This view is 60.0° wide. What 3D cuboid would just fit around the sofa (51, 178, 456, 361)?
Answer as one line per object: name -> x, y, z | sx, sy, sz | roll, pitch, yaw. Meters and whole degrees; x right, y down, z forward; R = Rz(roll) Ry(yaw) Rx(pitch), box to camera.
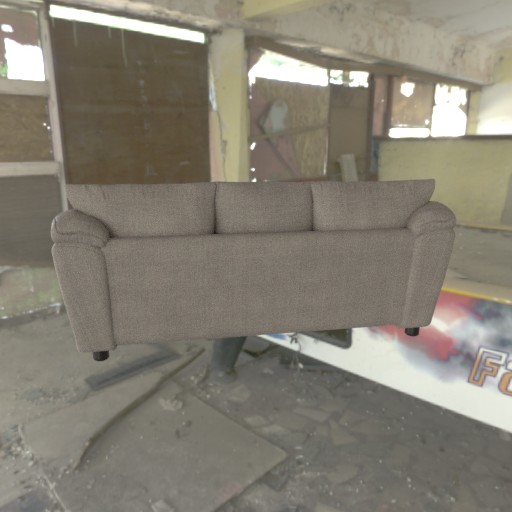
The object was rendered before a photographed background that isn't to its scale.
sofa -> 0.000, 0.000, 2.856 | 2.334, 0.996, 0.878 | -2, 14, -10
